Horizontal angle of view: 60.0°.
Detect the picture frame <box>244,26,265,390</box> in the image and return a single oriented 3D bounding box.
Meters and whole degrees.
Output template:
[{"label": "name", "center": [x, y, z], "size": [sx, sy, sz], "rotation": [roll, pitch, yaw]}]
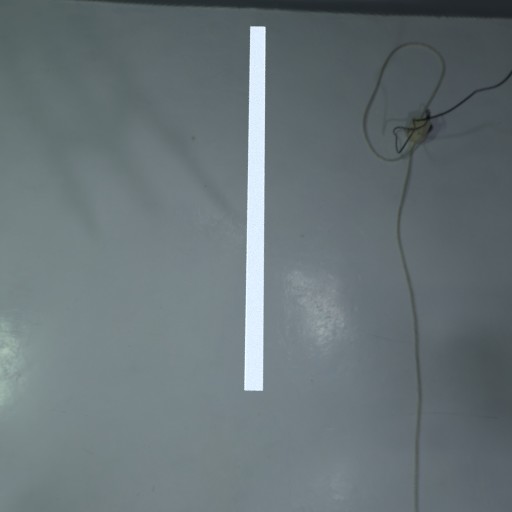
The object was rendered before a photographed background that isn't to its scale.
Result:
[{"label": "picture frame", "center": [0.000, 0.000, 0.561], "size": [0.013, 0.434, 0.305], "rotation": [1, 76, 0]}]
